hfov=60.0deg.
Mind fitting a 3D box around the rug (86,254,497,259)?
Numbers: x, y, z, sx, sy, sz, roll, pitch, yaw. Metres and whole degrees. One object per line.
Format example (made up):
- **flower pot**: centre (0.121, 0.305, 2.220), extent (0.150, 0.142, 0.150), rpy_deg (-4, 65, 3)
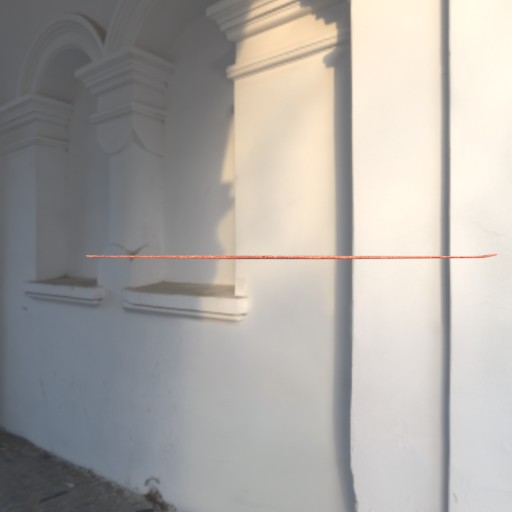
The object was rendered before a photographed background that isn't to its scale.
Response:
- **rug**: centre (0.000, 0.000, 2.834), extent (1.521, 0.026, 2.286), rpy_deg (0, 0, -35)
